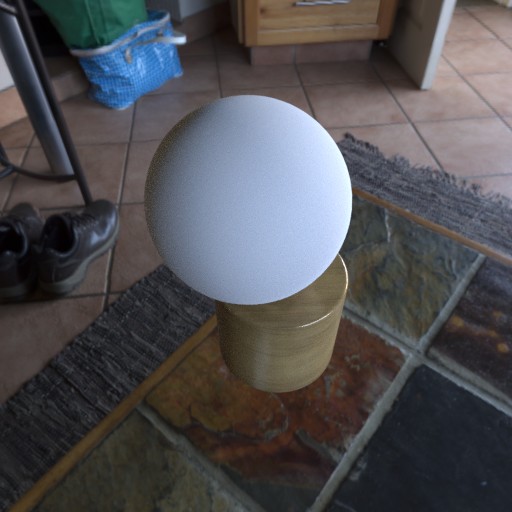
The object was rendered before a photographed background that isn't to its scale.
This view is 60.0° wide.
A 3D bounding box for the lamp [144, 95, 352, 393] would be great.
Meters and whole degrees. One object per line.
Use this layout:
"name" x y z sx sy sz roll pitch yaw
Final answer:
"lamp" 0.000 0.000 0.349 0.152 0.250 0.141 -3 47 -3
